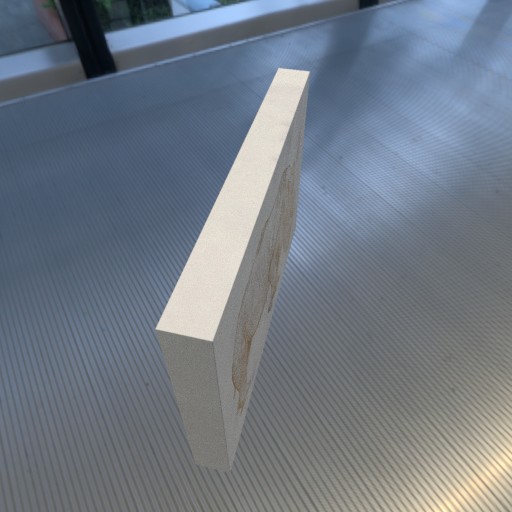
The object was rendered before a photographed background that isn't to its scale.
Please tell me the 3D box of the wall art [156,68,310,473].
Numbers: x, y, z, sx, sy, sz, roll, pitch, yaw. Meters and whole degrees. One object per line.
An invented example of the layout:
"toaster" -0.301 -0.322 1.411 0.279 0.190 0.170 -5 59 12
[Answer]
"wall art" 0.000 0.000 0.496 0.038 0.254 0.381 10 48 9
